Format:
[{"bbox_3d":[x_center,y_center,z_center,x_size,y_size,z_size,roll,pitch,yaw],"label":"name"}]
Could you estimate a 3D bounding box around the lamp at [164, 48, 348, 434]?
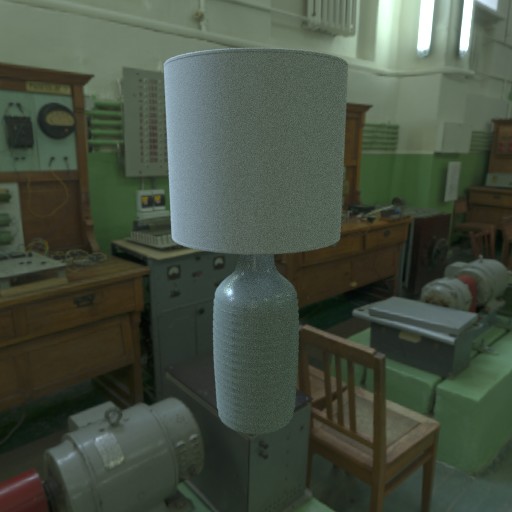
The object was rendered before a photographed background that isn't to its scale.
[{"bbox_3d":[0.000,0.000,0.598,0.220,0.475,0.220,-13,19,-43],"label":"lamp"}]
